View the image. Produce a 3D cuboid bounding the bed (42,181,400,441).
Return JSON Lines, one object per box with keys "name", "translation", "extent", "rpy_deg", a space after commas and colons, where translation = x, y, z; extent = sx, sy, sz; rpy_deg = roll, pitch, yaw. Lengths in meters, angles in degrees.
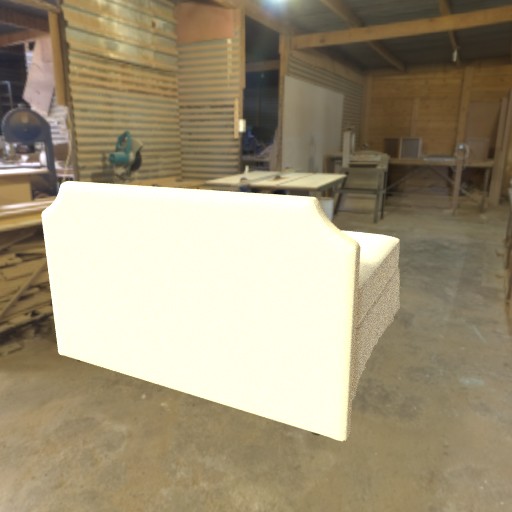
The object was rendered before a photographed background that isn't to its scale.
{"name": "bed", "translation": [0.000, 0.000, 3.557], "extent": [2.160, 1.301, 2.204], "rpy_deg": [8, 17, 26]}
